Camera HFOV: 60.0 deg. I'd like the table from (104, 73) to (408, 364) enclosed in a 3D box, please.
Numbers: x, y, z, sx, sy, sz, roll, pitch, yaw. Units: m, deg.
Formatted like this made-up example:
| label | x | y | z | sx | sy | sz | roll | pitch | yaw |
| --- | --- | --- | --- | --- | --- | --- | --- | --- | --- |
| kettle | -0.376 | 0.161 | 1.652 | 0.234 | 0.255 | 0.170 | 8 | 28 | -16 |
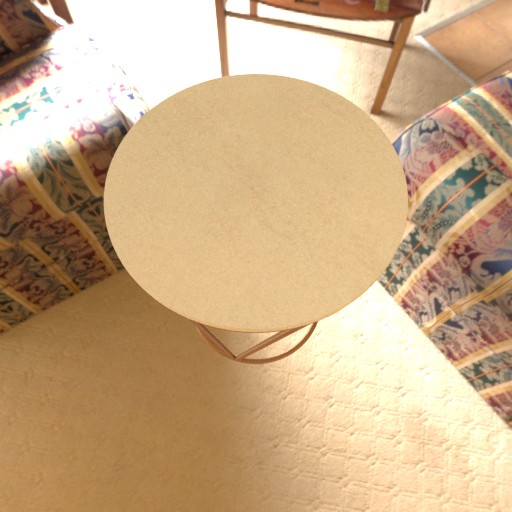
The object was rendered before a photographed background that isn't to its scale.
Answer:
| label | x | y | z | sx | sy | sz | roll | pitch | yaw |
| --- | --- | --- | --- | --- | --- | --- | --- | --- | --- |
| table | 0.000 | 0.000 | 0.988 | 0.500 | 0.564 | 0.500 | 0 | 65 | 0 |
